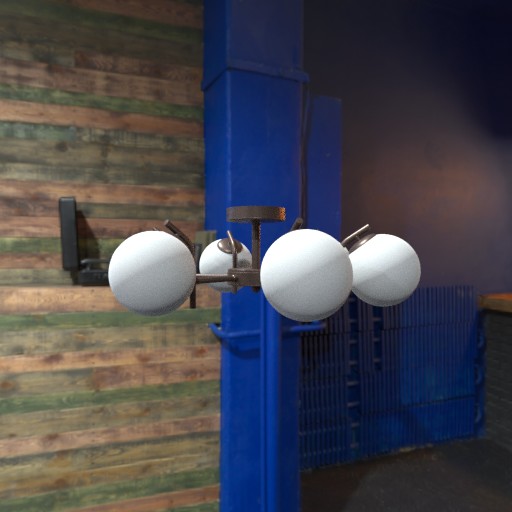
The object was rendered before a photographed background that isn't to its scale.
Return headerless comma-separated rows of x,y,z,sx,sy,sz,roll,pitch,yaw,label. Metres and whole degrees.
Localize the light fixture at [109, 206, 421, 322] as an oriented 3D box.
0.000,0.000,0.944,0.662,0.201,0.662,0,1,0,light fixture
